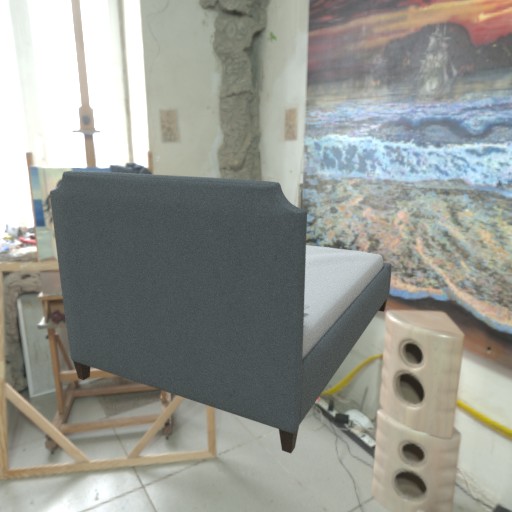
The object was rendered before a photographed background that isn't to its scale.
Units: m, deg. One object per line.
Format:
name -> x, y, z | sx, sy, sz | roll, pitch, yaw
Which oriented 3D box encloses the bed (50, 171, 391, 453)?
bed -> 0.000, 0.000, 3.516 | 1.712, 1.443, 2.372 | 8, 17, 27
